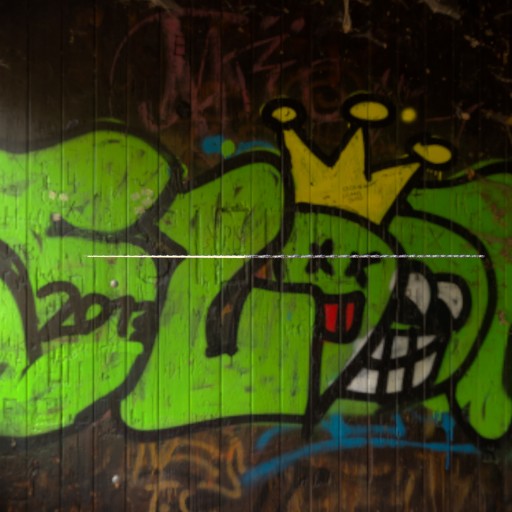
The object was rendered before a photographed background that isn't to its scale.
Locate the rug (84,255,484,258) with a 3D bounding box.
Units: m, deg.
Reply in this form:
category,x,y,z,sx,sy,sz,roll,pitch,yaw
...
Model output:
category,x,y,z,sx,sy,sz,roll,pitch,yaw
rug,0.000,0.000,4.463,2.471,0.016,3.416,0,0,-36
